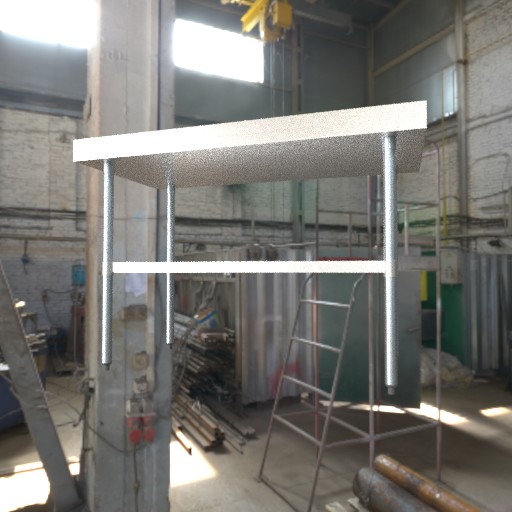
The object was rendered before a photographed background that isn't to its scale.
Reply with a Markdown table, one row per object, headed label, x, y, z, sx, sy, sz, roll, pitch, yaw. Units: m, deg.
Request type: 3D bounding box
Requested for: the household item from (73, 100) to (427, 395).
| label | x | y | z | sx | sy | sz | roll | pitch | yaw |
| --- | --- | --- | --- | --- | --- | --- | --- | --- | --- |
| household item | 0.000 | 0.000 | 1.722 | 1.219 | 0.851 | 0.610 | -1 | -2 | 18 |
